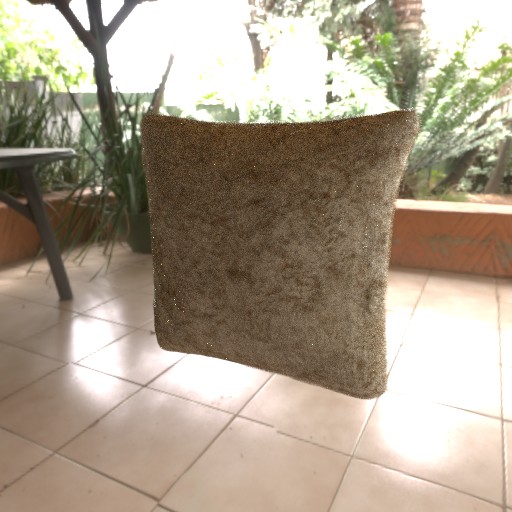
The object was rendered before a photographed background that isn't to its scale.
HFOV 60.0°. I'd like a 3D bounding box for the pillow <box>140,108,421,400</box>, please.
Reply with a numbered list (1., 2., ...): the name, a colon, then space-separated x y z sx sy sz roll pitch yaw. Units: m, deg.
1. pillow: 0.000 0.000 0.830 0.538 0.525 0.216 8 17 25
